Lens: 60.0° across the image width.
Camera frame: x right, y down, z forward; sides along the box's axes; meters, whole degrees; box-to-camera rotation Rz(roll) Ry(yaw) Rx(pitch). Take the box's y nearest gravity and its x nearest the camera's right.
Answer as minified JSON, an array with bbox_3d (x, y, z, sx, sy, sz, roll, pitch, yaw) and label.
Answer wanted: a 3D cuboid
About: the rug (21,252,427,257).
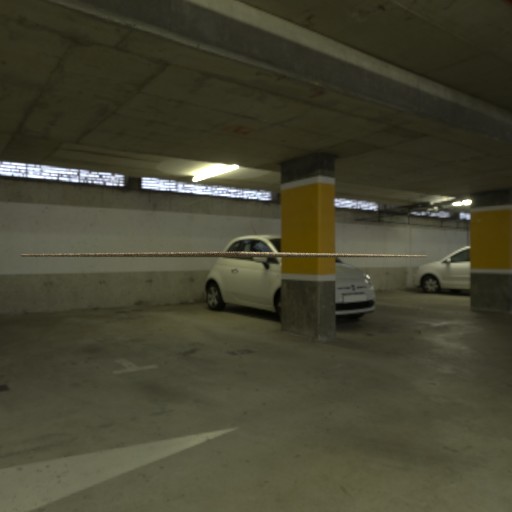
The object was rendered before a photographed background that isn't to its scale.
[{"bbox_3d":[0.000,0.000,2.898,1.547,0.013,2.283,0,0,36],"label":"rug"}]
